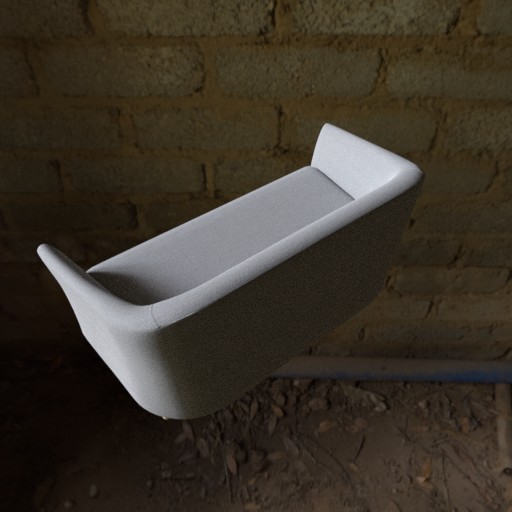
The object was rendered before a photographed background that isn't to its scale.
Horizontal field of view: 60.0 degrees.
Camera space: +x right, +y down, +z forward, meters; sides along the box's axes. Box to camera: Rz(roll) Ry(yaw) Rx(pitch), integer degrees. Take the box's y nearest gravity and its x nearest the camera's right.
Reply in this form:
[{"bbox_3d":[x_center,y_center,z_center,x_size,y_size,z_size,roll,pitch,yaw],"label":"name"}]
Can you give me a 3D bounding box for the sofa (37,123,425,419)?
[{"bbox_3d":[0.000,0.000,1.850,1.452,0.721,0.705,-29,52,-26],"label":"sofa"}]
